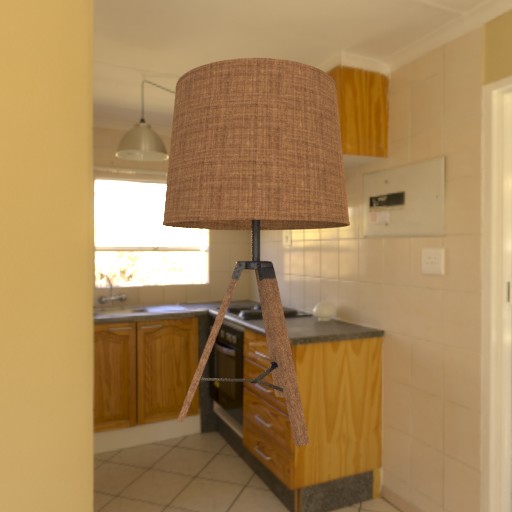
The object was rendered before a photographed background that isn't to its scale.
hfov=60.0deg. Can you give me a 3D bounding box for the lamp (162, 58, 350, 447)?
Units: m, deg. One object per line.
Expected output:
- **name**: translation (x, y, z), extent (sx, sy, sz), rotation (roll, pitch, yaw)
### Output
- **lamp**: translation (0.000, 0.000, 0.699), extent (0.290, 0.514, 0.290), rotation (0, 1, 0)
